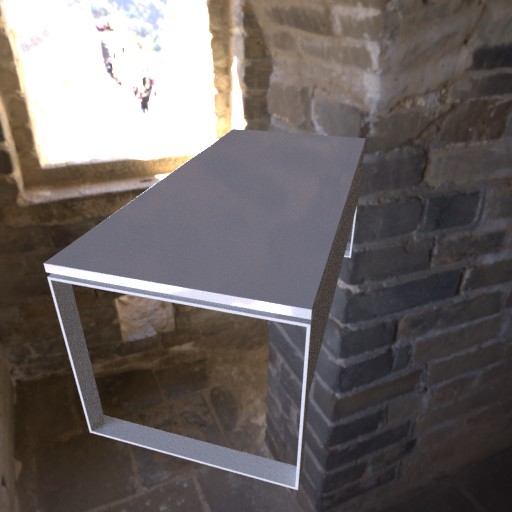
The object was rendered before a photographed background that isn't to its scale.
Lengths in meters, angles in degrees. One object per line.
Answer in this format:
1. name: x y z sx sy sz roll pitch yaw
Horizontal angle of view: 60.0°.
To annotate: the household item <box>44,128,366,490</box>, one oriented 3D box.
1. household item: 0.000 0.000 2.100 0.800 0.745 1.700 8 31 14
